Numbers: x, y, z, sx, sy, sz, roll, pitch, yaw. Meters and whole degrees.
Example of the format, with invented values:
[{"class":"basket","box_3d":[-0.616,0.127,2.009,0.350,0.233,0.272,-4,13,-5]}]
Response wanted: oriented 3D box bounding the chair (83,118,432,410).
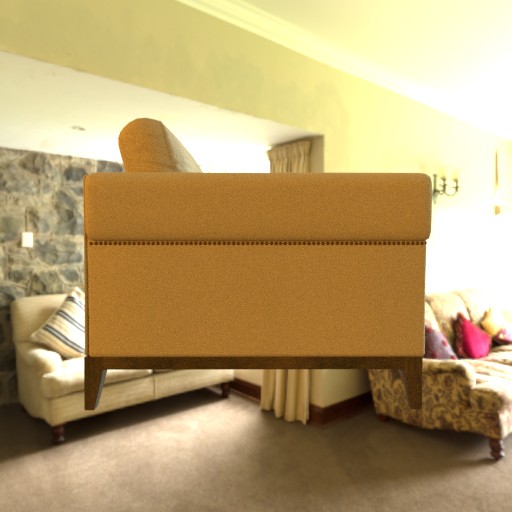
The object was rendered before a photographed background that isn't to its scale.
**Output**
[{"class":"chair","box_3d":[0.000,0.000,1.655,0.959,0.838,0.914,0,1,0]}]
